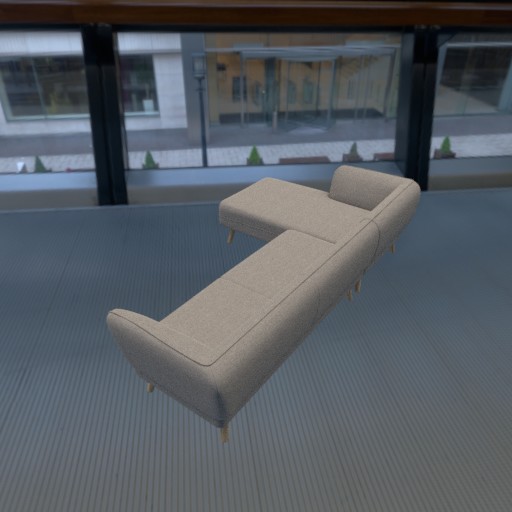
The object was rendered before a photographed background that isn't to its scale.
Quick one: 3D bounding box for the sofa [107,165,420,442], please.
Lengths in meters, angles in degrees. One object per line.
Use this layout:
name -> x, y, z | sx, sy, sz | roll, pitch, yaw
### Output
sofa -> 0.000, 0.000, 3.320 | 1.532, 0.693, 2.653 | 21, 38, 30
